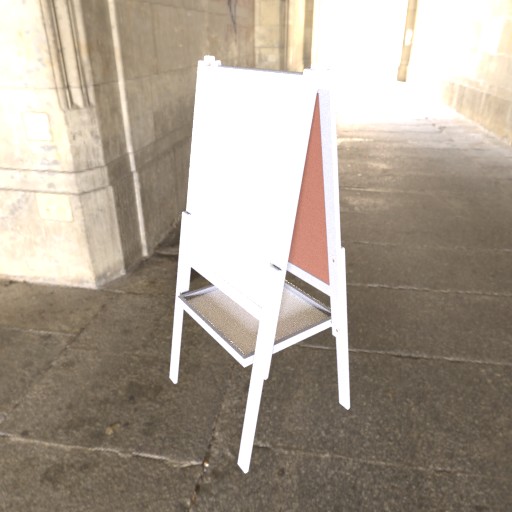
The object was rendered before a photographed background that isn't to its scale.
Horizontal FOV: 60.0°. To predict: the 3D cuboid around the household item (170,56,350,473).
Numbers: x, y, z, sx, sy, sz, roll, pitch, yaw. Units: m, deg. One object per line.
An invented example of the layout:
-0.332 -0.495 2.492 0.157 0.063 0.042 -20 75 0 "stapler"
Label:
0.000 0.000 1.441 0.469 1.172 0.531 -18 31 -31 "household item"
